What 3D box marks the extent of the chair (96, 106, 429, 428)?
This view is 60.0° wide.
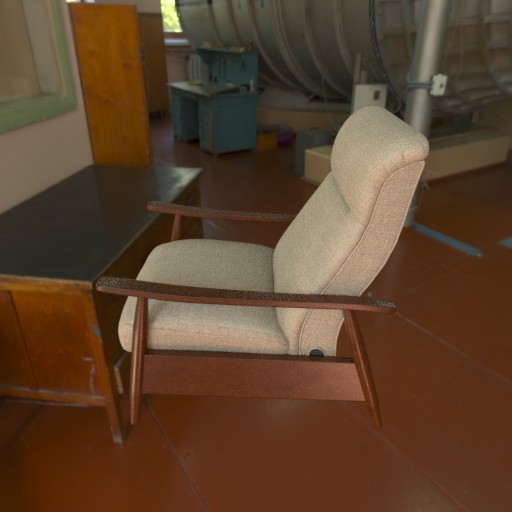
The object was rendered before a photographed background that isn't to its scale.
[{"bbox_3d":[0.000,0.000,1.769,1.014,1.082,0.762,0,27,1],"label":"chair"}]
